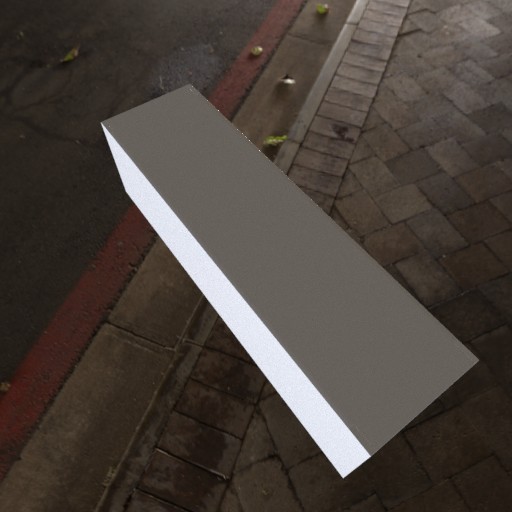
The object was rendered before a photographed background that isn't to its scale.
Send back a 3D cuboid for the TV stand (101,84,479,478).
[{"bbox_3d":[0.000,0.000,1.658,0.410,0.440,1.500,-32,62,-19],"label":"TV stand"}]
